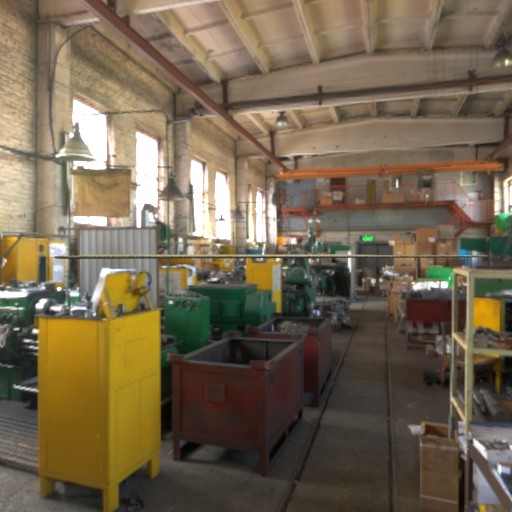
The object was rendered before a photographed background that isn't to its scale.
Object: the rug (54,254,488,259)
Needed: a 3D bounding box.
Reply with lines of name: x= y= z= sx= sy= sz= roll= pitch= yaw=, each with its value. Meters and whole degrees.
rug: x=0.000 y=0.000 z=5.111 sx=3.935 sy=0.025 sz=2.782 roll=0 pitch=0 yaw=-17
